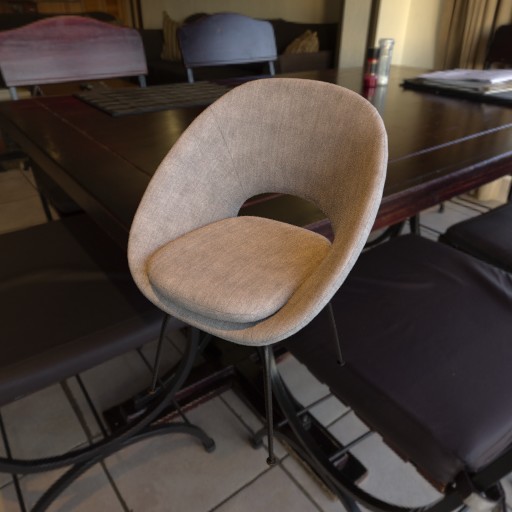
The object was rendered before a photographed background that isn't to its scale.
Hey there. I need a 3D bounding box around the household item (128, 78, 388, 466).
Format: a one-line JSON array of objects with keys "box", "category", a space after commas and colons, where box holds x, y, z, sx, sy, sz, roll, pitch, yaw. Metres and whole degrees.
[{"box": [0.000, 0.000, 1.256, 0.643, 0.869, 0.587, 19, 36, 28], "category": "household item"}]
